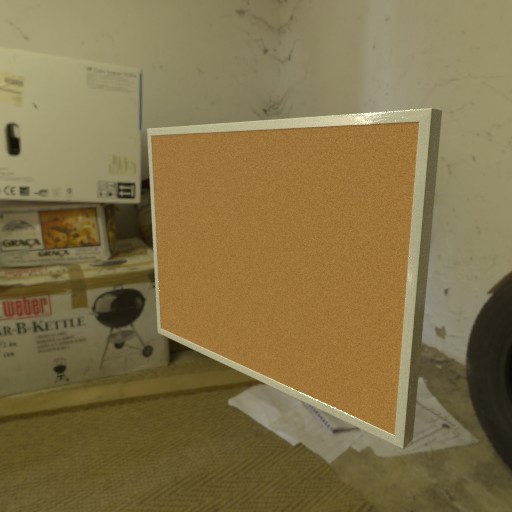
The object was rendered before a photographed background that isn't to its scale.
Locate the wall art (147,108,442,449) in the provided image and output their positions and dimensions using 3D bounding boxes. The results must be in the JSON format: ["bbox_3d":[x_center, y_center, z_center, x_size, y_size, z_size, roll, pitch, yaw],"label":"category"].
[{"bbox_3d":[0.000,0.000,1.357,1.041,0.787,0.053,12,18,42],"label":"wall art"}]
